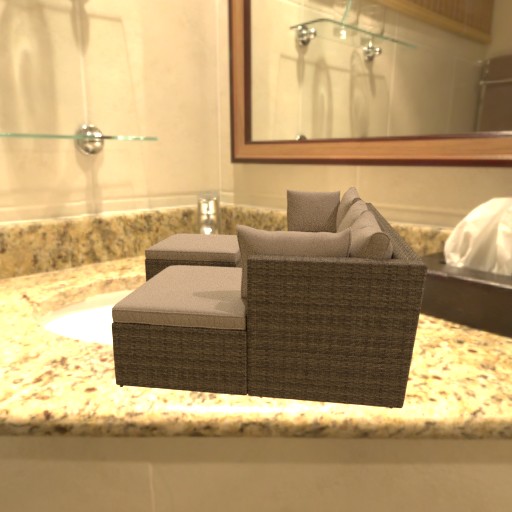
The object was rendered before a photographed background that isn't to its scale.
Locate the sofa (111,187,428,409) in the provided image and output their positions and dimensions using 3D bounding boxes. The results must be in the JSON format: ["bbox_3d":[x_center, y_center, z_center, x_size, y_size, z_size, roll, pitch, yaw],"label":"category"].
[{"bbox_3d":[0.000,0.000,2.913,1.662,0.766,2.192,2,13,9],"label":"sofa"}]
